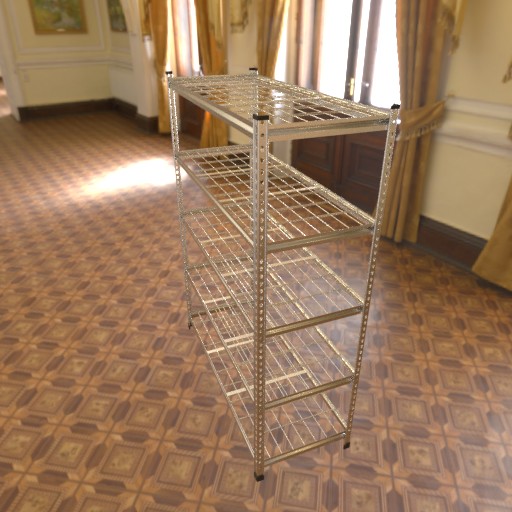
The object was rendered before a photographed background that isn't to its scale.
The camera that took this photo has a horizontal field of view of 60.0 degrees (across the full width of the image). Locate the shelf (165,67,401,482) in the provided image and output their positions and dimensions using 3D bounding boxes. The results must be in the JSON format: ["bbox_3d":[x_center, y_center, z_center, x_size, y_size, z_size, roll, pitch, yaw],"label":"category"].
[{"bbox_3d":[0.000,0.000,2.718,0.610,1.981,1.524,-11,30,-19],"label":"shelf"}]
